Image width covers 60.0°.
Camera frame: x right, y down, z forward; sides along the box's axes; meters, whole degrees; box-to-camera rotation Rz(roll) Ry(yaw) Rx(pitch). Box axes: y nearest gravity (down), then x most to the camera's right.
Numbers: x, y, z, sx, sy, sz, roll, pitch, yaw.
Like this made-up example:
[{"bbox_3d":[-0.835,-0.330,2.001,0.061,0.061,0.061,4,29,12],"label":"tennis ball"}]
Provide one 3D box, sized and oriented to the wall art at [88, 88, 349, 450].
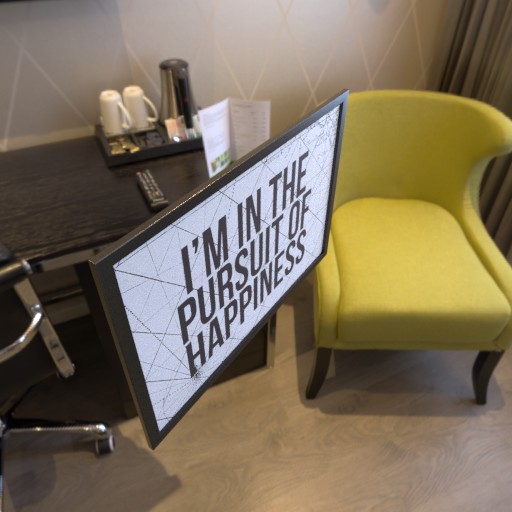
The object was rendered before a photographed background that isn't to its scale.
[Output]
[{"bbox_3d":[0.000,0.000,1.060,0.015,0.552,0.819,24,46,26],"label":"wall art"}]
